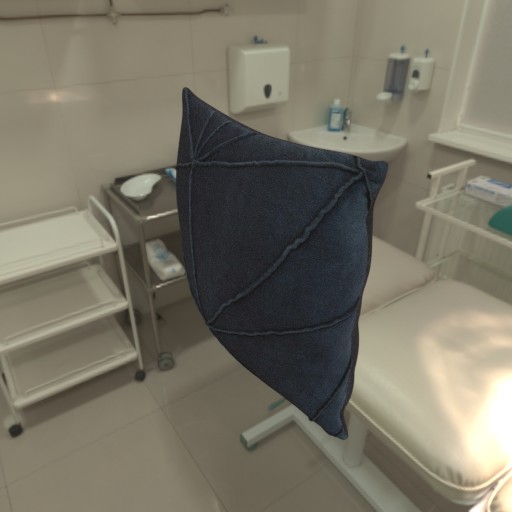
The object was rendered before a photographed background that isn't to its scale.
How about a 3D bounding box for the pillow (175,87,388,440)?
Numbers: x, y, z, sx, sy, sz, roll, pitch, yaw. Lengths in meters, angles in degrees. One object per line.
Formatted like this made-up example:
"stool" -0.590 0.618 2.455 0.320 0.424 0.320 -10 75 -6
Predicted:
"pillow" 0.000 0.000 0.691 0.183 0.440 0.439 -20 37 -30
